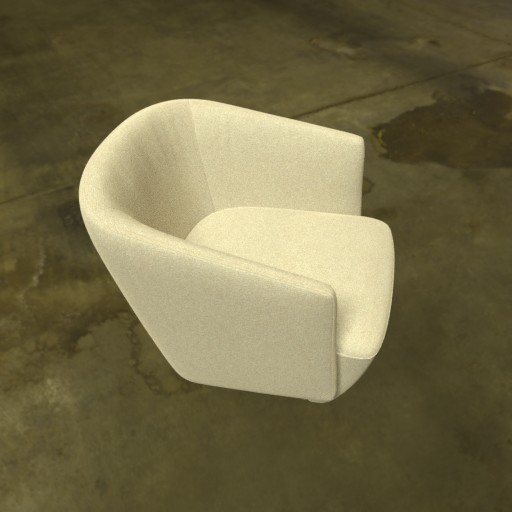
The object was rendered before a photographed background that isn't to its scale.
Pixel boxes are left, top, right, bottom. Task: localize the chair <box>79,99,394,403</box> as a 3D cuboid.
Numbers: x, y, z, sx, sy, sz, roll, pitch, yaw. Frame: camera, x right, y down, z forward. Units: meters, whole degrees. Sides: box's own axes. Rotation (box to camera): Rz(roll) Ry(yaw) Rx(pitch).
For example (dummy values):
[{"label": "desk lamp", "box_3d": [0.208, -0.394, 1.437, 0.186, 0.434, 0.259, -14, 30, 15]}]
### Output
[{"label": "chair", "box_3d": [0.000, 0.000, 1.629, 0.986, 0.861, 0.822, 11, 46, 11]}]
